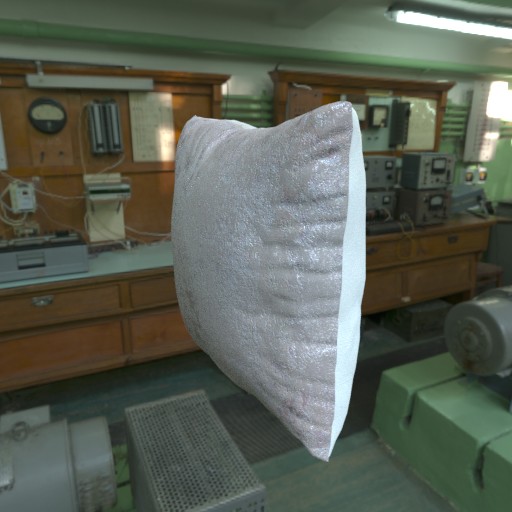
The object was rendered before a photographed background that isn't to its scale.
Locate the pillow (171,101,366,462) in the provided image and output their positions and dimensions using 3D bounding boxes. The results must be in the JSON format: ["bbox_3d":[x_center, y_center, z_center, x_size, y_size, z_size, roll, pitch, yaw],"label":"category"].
[{"bbox_3d":[0.000,0.000,0.712,0.245,0.448,0.450,-8,18,-26],"label":"pillow"}]
